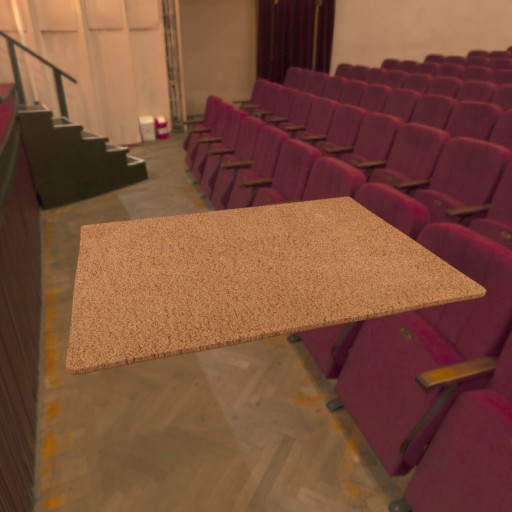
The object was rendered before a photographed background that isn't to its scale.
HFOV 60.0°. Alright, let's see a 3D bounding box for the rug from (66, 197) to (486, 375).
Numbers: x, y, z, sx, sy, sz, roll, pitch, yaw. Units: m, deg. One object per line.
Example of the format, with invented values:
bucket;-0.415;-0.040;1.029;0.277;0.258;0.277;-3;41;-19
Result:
rug;0.000;0.000;2.086;1.600;0.025;1.199;-8;28;-15
